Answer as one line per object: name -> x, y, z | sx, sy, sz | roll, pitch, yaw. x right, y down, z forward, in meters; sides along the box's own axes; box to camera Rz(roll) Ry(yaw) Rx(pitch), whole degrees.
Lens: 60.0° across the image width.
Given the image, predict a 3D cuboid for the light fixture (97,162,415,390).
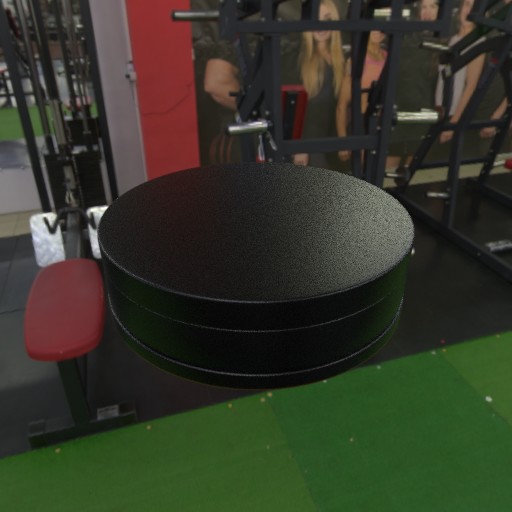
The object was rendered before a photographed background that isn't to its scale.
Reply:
light fixture -> 0.000, 0.000, 0.433 | 0.283, 0.097, 0.283 | 0, 30, 0
